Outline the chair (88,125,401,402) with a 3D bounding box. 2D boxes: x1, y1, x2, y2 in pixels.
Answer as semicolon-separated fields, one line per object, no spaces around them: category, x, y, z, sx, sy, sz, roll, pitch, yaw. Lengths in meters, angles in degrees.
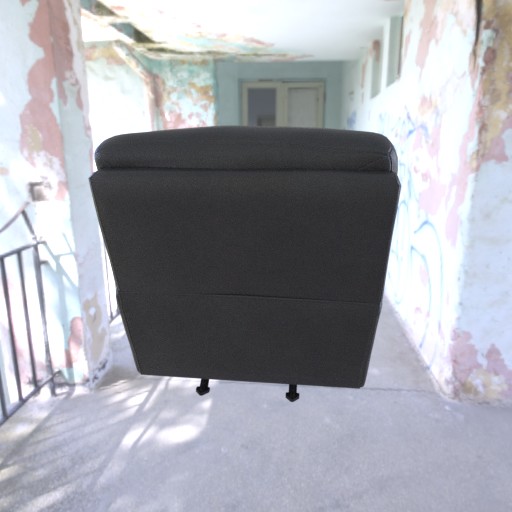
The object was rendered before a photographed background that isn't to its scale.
chair;0.000;0.000;2.002;1.096;1.109;1.087;2;15;7
